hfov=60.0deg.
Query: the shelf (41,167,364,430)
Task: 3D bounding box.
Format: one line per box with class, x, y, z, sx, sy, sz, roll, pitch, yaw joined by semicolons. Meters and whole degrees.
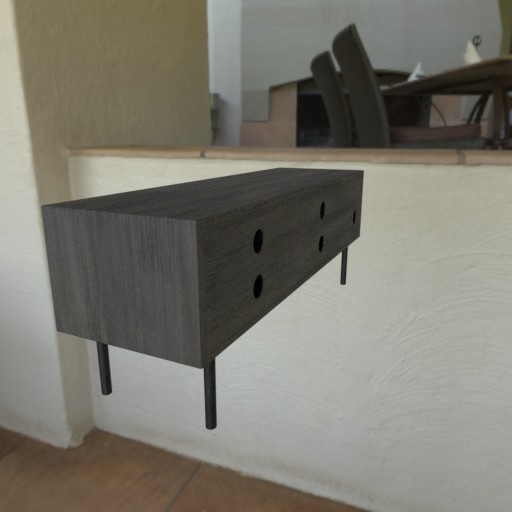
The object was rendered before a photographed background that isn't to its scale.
shelf;0.000;0.000;1.492;0.400;0.495;1.300;7;17;25
